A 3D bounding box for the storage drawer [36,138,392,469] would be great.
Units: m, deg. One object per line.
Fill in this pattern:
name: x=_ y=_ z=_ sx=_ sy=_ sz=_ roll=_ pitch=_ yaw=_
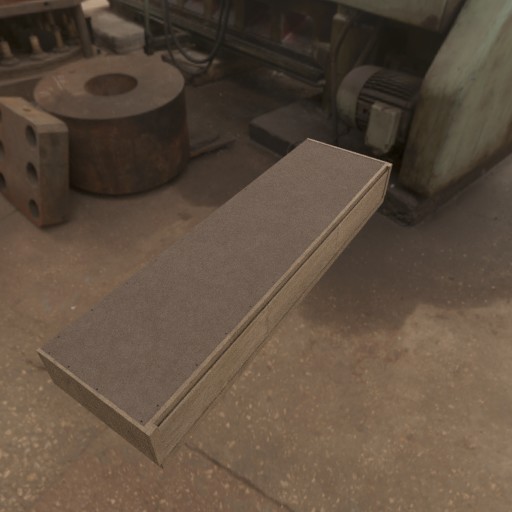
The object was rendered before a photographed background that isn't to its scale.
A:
storage drawer: x=0.000 y=0.000 z=2.275 sx=0.591 sy=0.274 sz=2.072 roll=25 pitch=47 yaw=25
